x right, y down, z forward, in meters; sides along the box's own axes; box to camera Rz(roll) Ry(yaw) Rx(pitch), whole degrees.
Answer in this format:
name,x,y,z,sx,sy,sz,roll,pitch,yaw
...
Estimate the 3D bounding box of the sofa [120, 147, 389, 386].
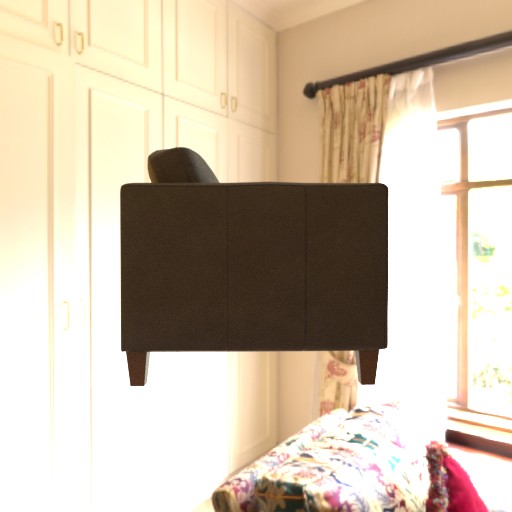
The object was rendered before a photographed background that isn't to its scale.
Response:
name,x,y,z,sx,sy,sz,roll,pitch,yaw
sofa,0.000,0.000,2.420,0.933,0.863,1.971,0,1,-1
